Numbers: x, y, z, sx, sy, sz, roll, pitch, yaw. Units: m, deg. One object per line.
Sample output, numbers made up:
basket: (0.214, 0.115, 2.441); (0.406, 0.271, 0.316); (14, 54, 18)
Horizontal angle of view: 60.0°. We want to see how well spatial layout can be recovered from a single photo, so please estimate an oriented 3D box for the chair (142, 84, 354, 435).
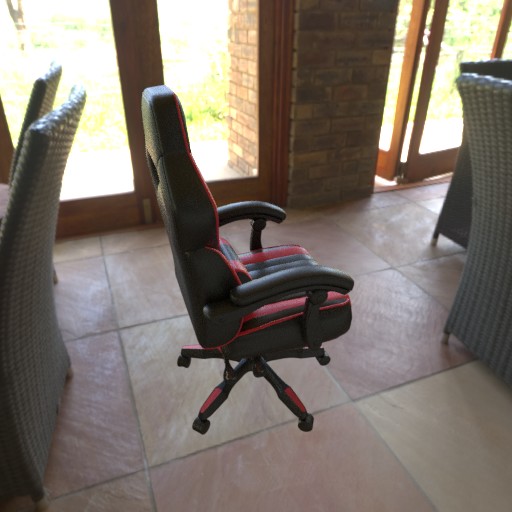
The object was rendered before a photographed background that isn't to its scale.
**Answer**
chair: (0.000, 0.000, 1.668); (0.700, 1.220, 0.700); (-9, 30, -16)
